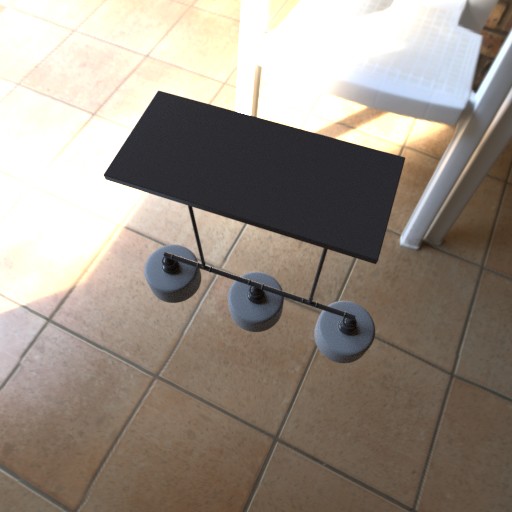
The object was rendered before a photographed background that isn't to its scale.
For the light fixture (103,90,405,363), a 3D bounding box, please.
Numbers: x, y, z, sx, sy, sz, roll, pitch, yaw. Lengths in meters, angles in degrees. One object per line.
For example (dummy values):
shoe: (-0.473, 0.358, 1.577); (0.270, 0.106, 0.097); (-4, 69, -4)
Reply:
light fixture: (0.000, 0.000, 0.876); (0.582, 0.557, 0.177); (18, 64, 9)
